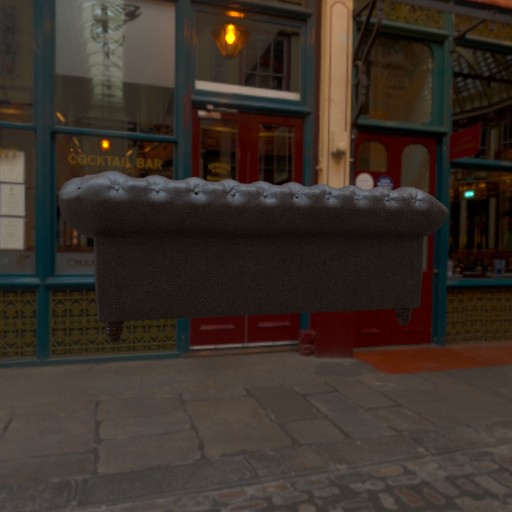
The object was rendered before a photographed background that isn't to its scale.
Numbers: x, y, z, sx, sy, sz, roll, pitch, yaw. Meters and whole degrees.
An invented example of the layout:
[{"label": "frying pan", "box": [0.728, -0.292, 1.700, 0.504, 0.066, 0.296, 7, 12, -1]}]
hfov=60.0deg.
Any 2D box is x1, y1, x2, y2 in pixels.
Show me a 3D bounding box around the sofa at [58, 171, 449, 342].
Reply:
[{"label": "sofa", "box": [0.000, 0.000, 2.568, 2.048, 0.779, 0.944, 0, 1, -18]}]
